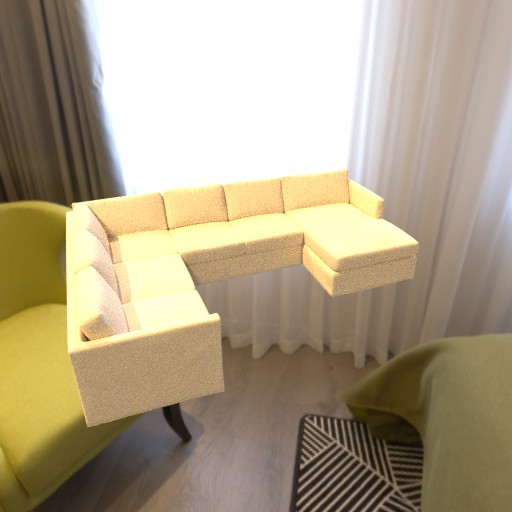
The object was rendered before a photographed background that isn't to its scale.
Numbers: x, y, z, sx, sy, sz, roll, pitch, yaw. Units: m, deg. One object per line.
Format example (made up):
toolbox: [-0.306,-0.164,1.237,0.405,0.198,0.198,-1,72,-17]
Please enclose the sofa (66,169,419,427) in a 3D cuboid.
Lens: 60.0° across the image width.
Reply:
sofa: [0.000,0.000,4.430,3.460,0.882,2.427,-10,30,-18]
